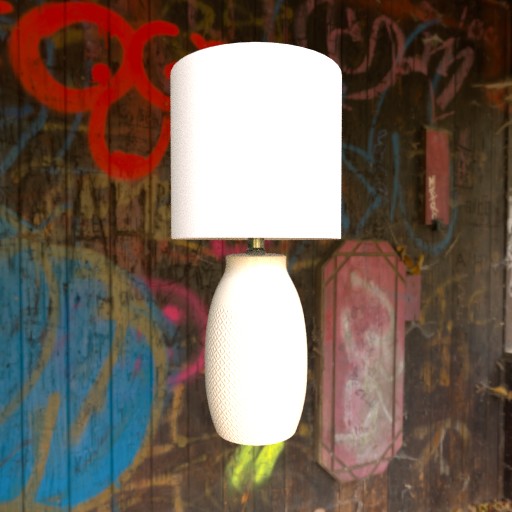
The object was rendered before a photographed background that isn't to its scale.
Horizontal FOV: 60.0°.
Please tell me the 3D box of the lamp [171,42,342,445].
[{"bbox_3d":[0.000,0.000,0.577,0.217,0.453,0.217,1,2,36],"label":"lamp"}]
